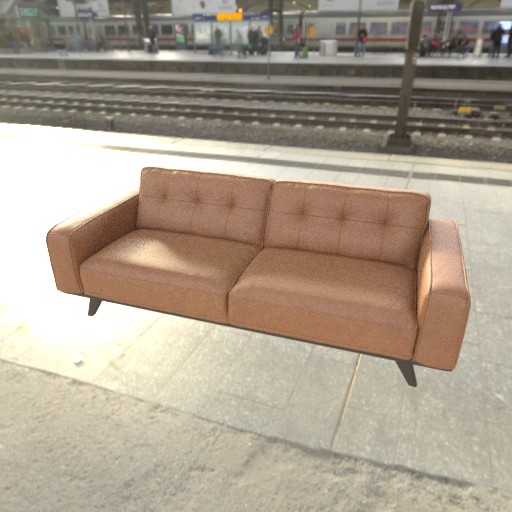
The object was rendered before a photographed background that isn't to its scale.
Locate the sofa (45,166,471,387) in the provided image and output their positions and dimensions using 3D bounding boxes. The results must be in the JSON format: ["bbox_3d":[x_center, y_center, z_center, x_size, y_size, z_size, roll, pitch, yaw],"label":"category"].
[{"bbox_3d":[0.000,0.000,2.665,2.270,0.780,0.953,9,28,17],"label":"sofa"}]
